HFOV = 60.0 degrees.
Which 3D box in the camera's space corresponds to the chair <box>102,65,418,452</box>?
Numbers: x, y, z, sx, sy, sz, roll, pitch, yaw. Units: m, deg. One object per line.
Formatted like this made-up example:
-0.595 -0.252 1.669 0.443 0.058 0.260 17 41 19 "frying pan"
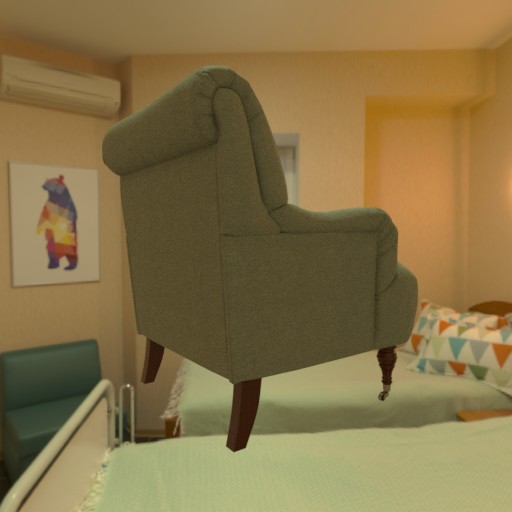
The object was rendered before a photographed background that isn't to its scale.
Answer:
0.000 0.000 1.902 1.060 1.178 0.964 -2 3 -35 "chair"
